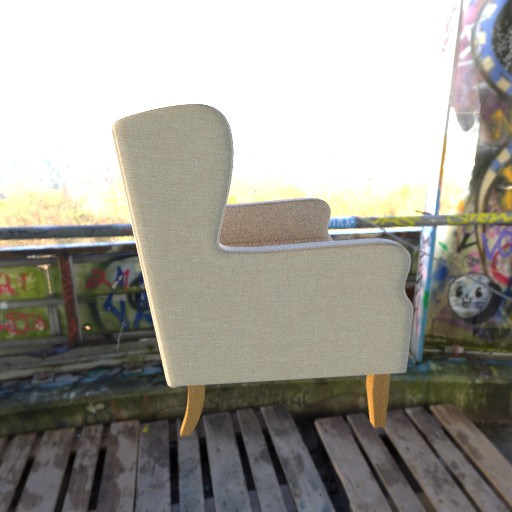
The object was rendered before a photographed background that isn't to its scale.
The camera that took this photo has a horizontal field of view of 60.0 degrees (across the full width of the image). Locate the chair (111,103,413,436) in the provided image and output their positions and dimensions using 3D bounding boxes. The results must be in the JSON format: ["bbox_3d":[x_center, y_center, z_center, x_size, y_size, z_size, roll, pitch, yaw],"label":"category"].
[{"bbox_3d":[0.000,0.000,1.456,0.760,0.930,0.710,-3,18,-9],"label":"chair"}]
